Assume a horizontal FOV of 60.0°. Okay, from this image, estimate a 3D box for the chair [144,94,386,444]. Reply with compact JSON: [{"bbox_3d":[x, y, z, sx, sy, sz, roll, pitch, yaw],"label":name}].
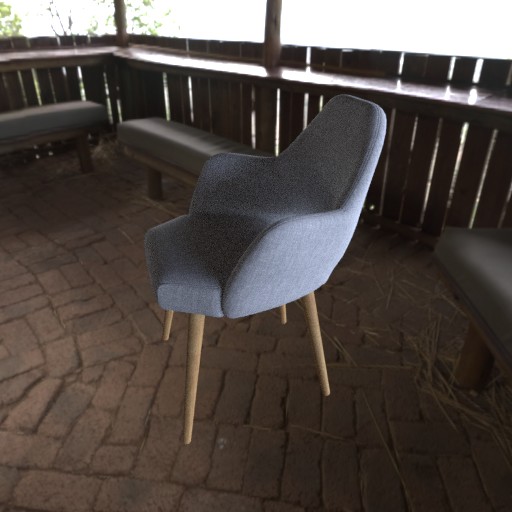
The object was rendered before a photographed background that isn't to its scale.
[{"bbox_3d":[0.000,0.000,1.279,0.610,0.840,0.590,-9,30,-15],"label":"chair"}]
